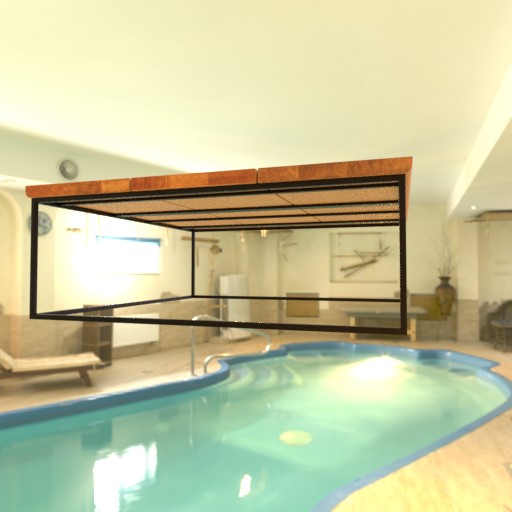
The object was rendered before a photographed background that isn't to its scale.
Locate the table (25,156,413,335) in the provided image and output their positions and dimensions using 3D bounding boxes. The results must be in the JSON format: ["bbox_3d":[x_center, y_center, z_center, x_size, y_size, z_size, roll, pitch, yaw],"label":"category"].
[{"bbox_3d":[0.000,0.000,1.677,1.100,0.400,1.100,-1,-2,18],"label":"table"}]
